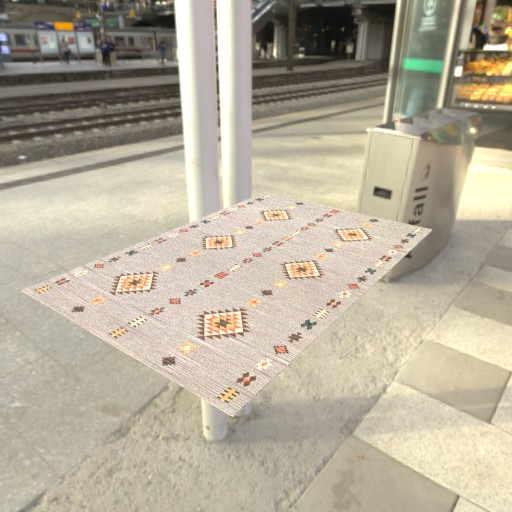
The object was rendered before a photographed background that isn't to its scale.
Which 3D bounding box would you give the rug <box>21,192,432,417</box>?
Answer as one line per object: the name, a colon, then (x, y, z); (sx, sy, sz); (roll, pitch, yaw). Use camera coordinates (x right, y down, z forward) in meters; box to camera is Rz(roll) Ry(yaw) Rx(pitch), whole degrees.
rug: (0.000, 0.000, 2.274); (1.217, 0.005, 1.818); (18, 31, 33)
